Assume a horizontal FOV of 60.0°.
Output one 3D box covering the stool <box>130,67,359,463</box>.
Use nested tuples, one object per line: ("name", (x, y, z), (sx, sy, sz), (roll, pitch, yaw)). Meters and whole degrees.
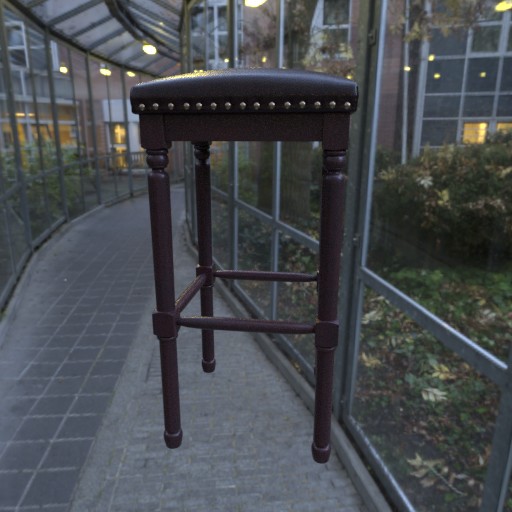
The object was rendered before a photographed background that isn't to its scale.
("stool", (0.000, 0.000, 0.985), (0.383, 0.768, 0.382), (2, 15, 8))
